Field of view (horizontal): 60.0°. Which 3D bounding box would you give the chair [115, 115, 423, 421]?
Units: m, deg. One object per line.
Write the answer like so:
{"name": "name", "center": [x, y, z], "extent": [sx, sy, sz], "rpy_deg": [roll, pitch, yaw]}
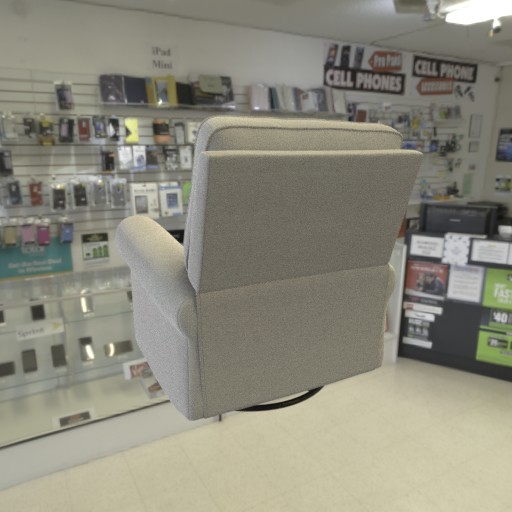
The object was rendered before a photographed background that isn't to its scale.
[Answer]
{"name": "chair", "center": [0.000, 0.000, 1.663], "extent": [0.890, 0.960, 0.878], "rpy_deg": [-7, 16, -26]}
